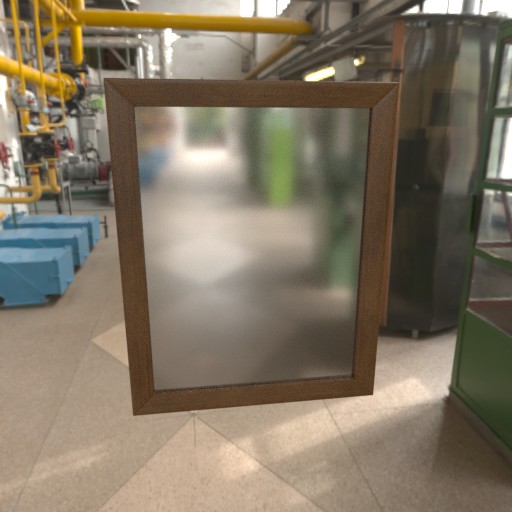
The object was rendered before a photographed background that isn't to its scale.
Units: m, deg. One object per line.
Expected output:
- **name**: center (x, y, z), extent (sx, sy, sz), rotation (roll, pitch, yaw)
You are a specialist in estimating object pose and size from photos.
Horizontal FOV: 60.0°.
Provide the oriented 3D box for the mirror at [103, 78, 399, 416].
- **mirror**: center (0.000, 0.000, 0.690), extent (0.405, 0.508, 0.041), rotation (-2, 16, -8)
